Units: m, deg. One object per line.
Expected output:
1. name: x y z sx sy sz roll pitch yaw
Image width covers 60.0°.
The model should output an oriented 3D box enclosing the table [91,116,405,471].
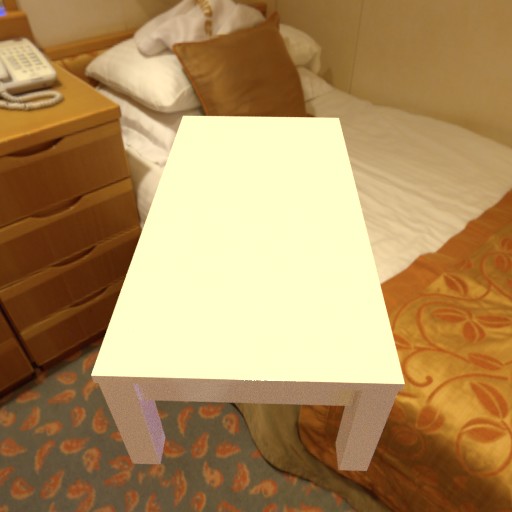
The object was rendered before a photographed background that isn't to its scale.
1. table: 0.000 0.000 1.646 0.700 0.470 1.350 1 42 1
